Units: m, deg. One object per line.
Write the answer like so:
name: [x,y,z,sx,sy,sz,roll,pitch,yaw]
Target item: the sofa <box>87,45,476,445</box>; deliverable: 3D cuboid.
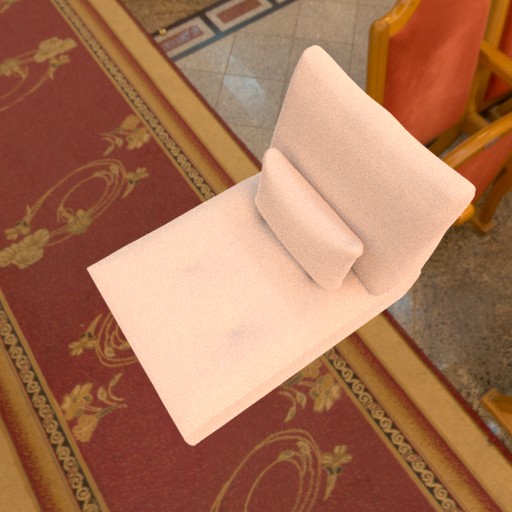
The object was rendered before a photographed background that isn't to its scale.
sofa: [0.000,0.000,1.487,1.000,0.820,0.700,-32,68,-15]
